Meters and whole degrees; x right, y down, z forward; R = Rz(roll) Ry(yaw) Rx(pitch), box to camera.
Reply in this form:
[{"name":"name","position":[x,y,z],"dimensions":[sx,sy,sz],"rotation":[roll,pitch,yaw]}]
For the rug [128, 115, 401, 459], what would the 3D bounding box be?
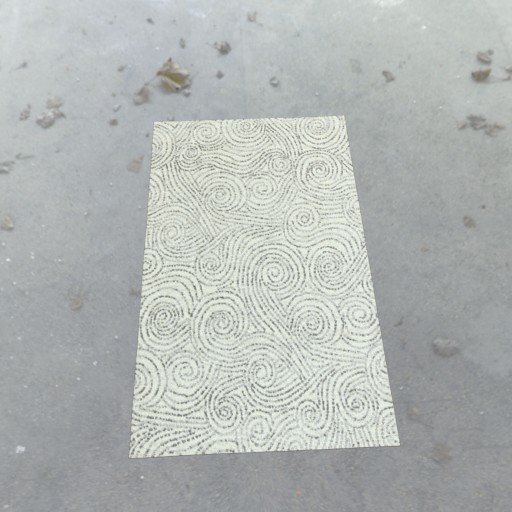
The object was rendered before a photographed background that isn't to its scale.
[{"name":"rug","position":[0.000,0.000,3.004],"dimensions":[1.524,0.005,2.439],"rotation":[-2,64,-1]}]
